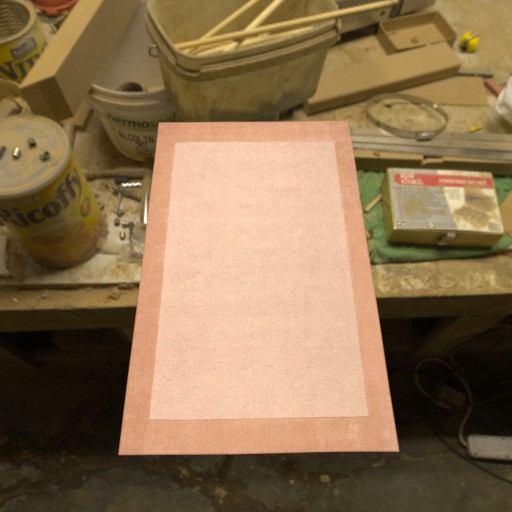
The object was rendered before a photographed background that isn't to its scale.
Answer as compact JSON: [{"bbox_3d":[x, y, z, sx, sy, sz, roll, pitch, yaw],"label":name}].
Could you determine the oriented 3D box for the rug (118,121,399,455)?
[{"bbox_3d":[0.000,0.000,2.978,1.524,0.014,2.438,-1,62,0],"label":"rug"}]
